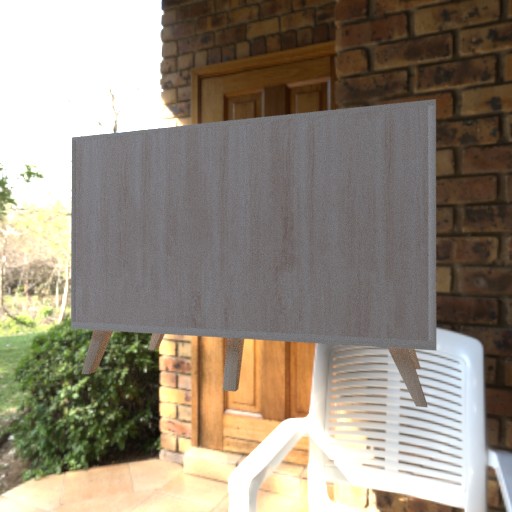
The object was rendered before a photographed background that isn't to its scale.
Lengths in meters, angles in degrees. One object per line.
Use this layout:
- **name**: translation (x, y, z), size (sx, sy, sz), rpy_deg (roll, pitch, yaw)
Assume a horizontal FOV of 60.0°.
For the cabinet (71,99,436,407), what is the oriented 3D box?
- **cabinet**: translation (0.000, 0.000, 1.516), size (1.110, 0.780, 0.500), rpy_deg (0, 0, 18)
